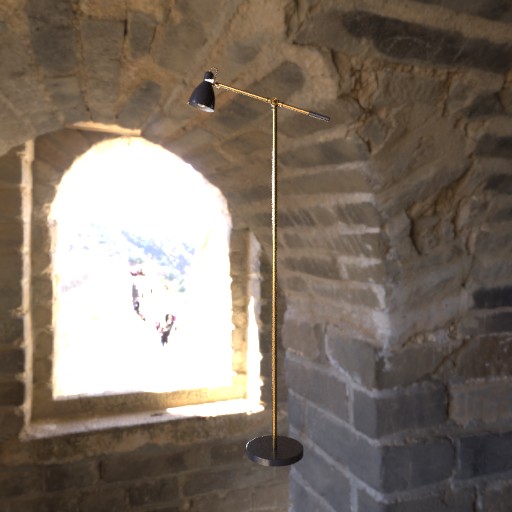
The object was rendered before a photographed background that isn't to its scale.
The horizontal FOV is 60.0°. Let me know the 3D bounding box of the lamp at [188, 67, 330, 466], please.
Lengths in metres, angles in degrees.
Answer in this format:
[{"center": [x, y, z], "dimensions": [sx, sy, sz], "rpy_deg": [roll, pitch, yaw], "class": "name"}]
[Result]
[{"center": [0.000, 0.000, 1.854], "dimensions": [0.618, 1.628, 0.235], "rpy_deg": [0, 0, 19], "class": "lamp"}]
